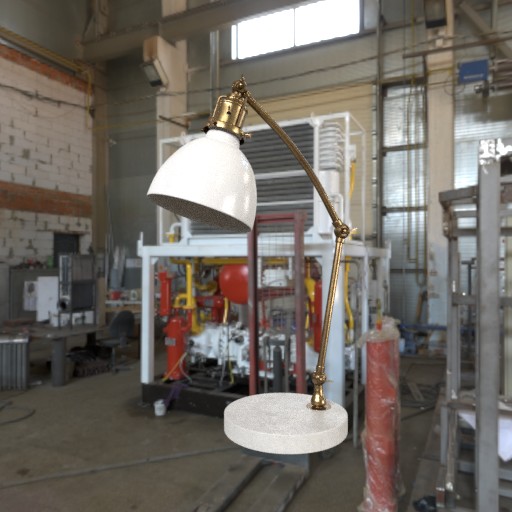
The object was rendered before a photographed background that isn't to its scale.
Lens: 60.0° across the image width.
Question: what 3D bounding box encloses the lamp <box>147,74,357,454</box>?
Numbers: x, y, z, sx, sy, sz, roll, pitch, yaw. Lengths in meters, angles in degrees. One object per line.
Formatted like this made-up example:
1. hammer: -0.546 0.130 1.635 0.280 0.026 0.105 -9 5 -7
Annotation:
1. lamp: 0.000 0.000 0.661 0.317 0.522 0.186 0 -1 -19
